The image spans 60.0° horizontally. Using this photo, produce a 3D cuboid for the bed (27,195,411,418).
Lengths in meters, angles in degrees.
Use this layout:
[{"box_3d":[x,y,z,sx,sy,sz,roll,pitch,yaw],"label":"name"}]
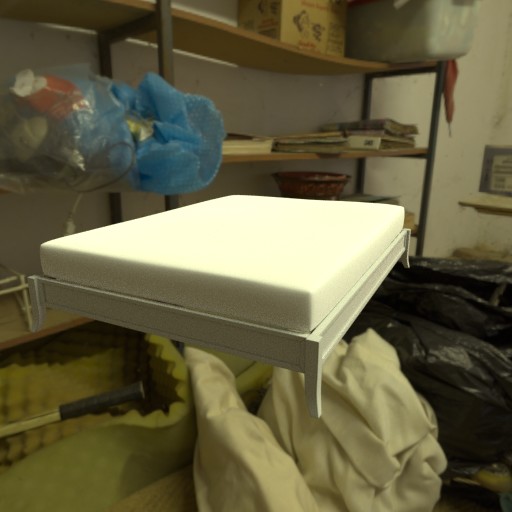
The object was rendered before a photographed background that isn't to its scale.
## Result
[{"box_3d":[0.000,0.000,2.829,1.604,0.510,2.108,8,18,26],"label":"bed"}]
